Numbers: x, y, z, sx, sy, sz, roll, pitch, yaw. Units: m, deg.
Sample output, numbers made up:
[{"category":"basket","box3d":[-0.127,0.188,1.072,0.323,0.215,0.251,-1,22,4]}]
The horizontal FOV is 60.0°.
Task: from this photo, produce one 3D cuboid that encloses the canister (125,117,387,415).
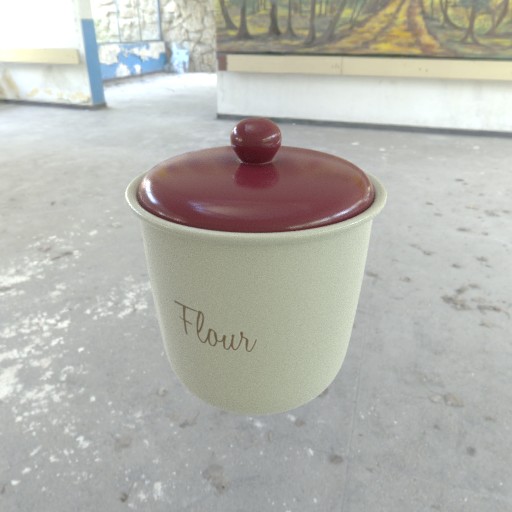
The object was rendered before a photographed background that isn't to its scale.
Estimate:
[{"category":"canister","box3d":[0.000,0.000,0.344,0.182,0.208,0.182,0,27,0]}]
